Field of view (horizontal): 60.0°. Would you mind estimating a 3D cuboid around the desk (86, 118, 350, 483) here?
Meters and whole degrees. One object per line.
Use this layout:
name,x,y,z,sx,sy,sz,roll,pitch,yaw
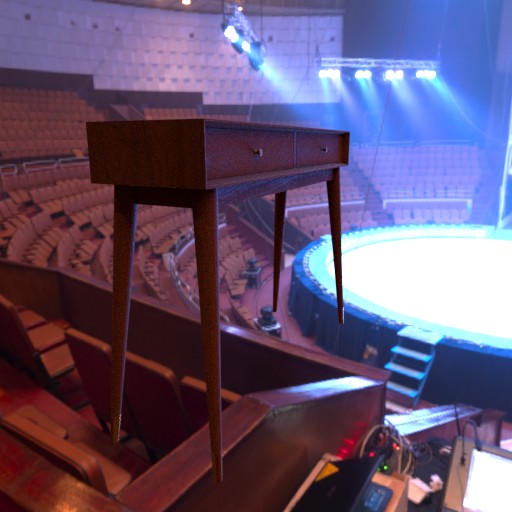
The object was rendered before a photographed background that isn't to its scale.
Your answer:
desk,0.000,0.000,1.651,0.384,0.917,1.204,7,16,26
